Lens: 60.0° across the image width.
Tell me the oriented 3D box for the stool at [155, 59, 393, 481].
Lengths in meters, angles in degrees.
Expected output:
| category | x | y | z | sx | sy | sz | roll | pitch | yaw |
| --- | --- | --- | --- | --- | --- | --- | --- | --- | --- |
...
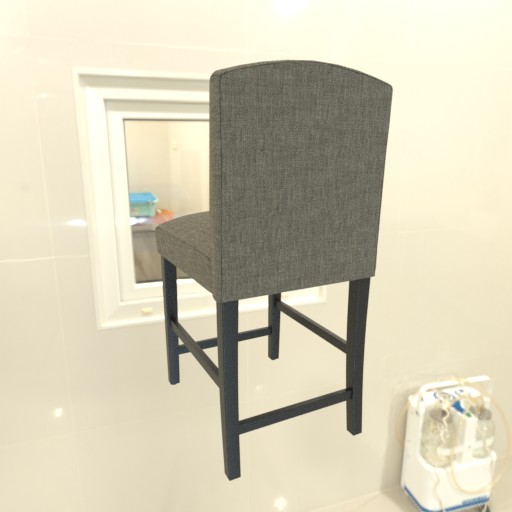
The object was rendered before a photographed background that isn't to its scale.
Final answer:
| category | x | y | z | sx | sy | sz | roll | pitch | yaw |
| --- | --- | --- | --- | --- | --- | --- | --- | --- | --- |
| stool | 0.000 | 0.000 | 1.271 | 0.451 | 0.966 | 0.552 | -7 | 16 | -26 |
